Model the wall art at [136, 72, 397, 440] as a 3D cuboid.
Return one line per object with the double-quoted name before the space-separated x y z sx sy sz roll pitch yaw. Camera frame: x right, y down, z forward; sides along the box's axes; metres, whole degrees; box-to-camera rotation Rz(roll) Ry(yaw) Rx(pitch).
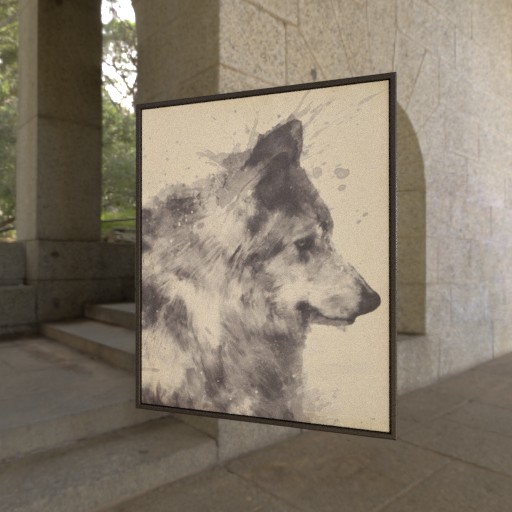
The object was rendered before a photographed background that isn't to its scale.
"wall art" 0.000 0.000 0.745 0.451 0.551 0.028 0 0 18
